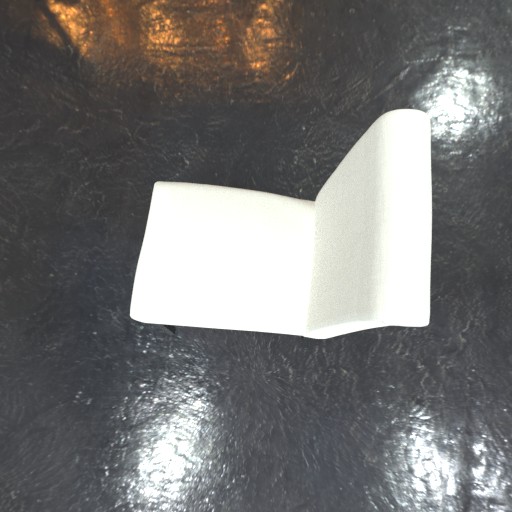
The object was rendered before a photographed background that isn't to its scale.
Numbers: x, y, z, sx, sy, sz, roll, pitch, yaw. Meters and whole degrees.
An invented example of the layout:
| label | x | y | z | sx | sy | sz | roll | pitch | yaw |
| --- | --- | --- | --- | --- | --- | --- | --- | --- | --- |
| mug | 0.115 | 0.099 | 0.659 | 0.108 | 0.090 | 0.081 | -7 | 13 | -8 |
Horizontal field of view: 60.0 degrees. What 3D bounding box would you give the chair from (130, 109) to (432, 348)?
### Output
| label | x | y | z | sx | sy | sz | roll | pitch | yaw |
| --- | --- | --- | --- | --- | --- | --- | --- | --- | --- |
| chair | 0.000 | 0.000 | 1.336 | 0.708 | 0.976 | 0.452 | 6 | 75 | 2 |
